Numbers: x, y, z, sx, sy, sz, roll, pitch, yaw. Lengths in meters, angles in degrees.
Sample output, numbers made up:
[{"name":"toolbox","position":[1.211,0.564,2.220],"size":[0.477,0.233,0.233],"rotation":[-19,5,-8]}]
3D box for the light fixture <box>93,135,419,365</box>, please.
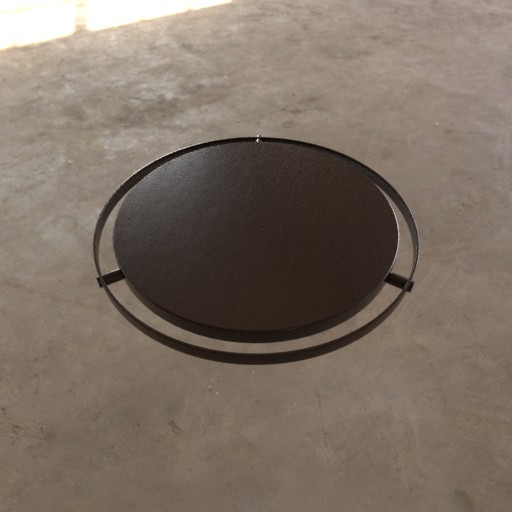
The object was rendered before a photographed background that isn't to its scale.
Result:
[{"name":"light fixture","position":[0.000,0.000,0.548],"size":[0.361,0.130,0.361],"rotation":[0,45,0]}]
